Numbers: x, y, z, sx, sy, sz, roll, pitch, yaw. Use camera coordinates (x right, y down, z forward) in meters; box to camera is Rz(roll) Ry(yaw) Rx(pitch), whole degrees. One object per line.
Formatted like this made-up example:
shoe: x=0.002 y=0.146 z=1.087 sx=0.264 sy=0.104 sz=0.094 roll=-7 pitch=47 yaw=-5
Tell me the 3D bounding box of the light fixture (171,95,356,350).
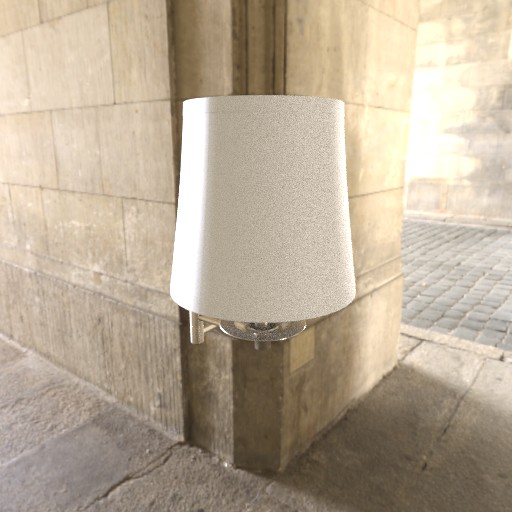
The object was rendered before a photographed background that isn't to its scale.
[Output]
light fixture: x=0.000 y=0.000 z=0.599 sx=0.223 sy=0.381 sz=0.348 roll=-2 pitch=14 yaw=-8
